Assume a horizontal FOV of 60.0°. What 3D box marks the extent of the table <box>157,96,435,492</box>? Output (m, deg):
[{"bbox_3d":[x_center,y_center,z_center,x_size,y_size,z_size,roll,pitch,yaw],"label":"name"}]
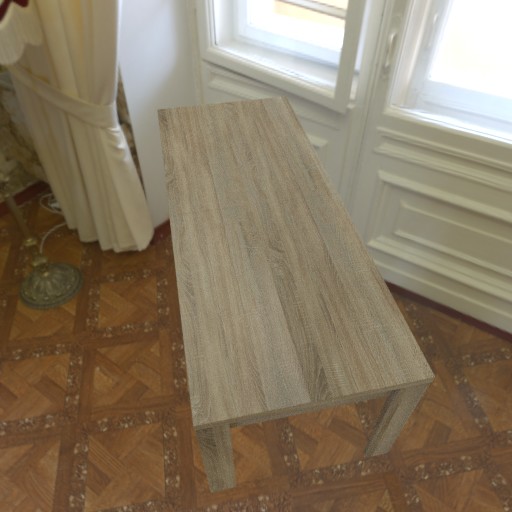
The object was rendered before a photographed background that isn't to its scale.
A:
[{"bbox_3d":[0.000,0.000,2.607,0.900,0.790,2.200,-9,48,-8],"label":"table"}]
